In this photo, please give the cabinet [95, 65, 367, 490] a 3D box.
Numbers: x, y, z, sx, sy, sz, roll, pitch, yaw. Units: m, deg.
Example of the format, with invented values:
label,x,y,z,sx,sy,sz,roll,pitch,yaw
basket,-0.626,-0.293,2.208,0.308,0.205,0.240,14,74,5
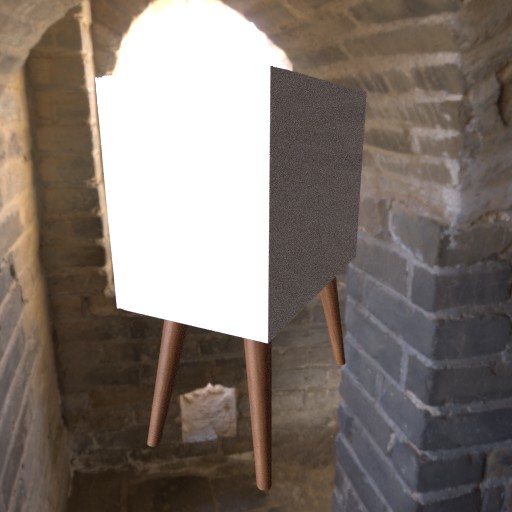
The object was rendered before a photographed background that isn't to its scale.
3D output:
label,x,y,z,sx,sy,sz,roll,pitch,yaw
cabinet,0.000,0.000,1.072,0.344,0.772,0.591,8,18,26
